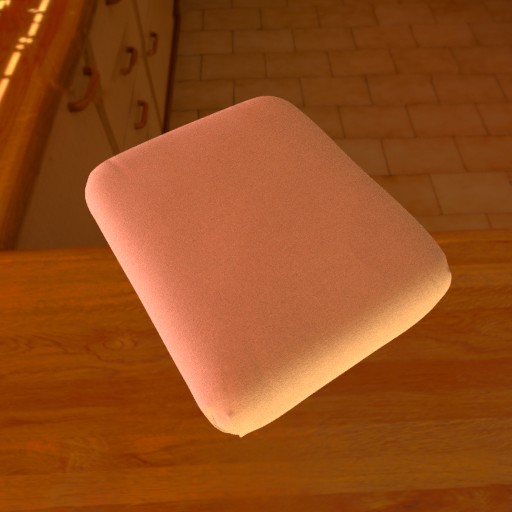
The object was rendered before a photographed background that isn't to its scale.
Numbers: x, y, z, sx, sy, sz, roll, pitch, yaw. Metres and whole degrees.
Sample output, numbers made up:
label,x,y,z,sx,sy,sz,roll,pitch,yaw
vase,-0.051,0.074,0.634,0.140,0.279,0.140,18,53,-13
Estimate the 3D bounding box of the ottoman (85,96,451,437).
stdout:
label,x,y,z,sx,sy,sz,roll,pitch,yaw
ottoman,0.000,0.000,1.151,0.622,0.450,0.746,-28,62,-17
